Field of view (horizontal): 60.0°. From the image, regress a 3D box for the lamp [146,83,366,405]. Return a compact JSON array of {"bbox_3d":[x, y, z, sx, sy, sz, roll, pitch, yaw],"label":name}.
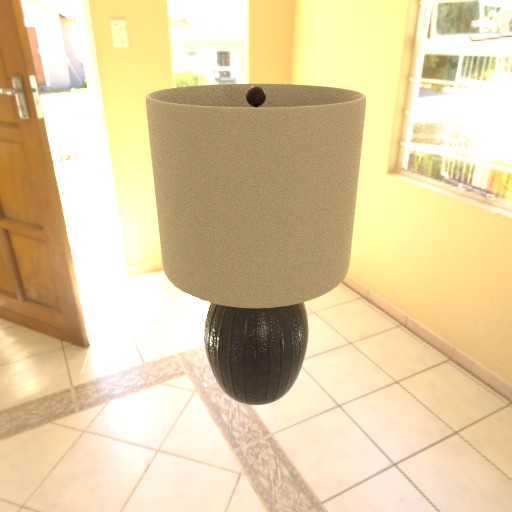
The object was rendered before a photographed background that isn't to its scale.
[{"bbox_3d":[0.000,0.000,0.792,0.329,0.570,0.329,-19,32,-33],"label":"lamp"}]
